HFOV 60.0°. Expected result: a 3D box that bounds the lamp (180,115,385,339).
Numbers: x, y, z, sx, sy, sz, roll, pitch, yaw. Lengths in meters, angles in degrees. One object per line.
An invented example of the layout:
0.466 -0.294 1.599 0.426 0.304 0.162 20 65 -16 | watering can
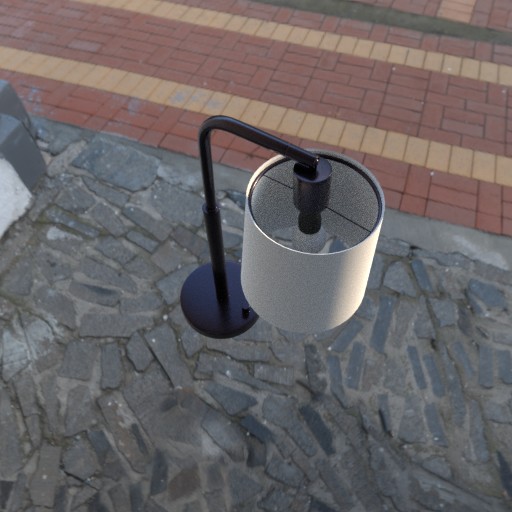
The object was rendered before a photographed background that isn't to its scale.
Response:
0.000 0.000 0.659 0.333 0.489 0.171 32 63 19 | lamp
